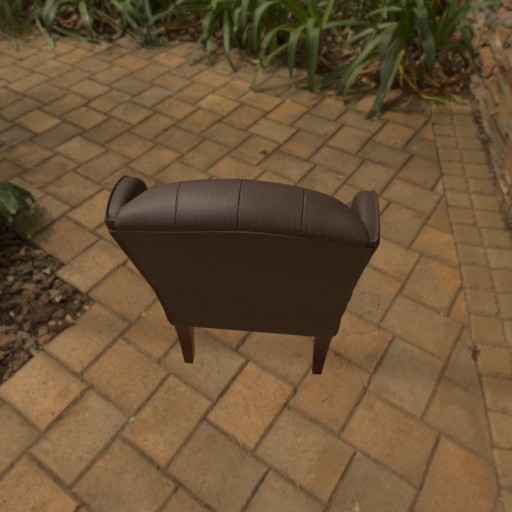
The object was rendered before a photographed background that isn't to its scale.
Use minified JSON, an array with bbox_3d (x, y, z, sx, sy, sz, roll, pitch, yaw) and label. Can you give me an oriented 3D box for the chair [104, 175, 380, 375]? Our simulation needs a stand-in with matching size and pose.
[{"bbox_3d":[0.000,0.000,1.682,0.829,1.132,0.819,4,46,4],"label":"chair"}]
